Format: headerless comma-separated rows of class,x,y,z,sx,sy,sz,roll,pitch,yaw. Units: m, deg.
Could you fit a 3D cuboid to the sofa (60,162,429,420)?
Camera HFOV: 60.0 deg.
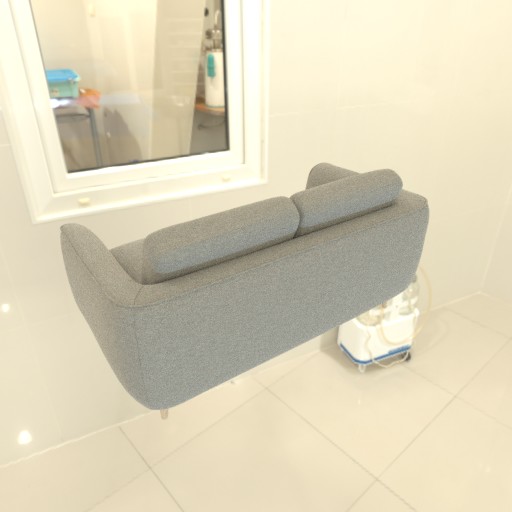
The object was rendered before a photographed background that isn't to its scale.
sofa,0.000,0.000,2.249,1.700,0.850,0.920,-19,35,-30
